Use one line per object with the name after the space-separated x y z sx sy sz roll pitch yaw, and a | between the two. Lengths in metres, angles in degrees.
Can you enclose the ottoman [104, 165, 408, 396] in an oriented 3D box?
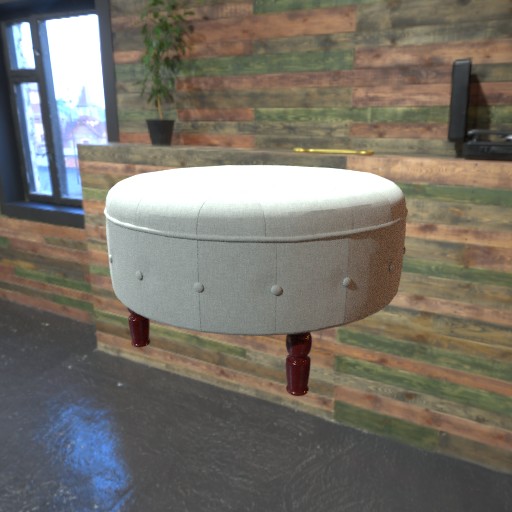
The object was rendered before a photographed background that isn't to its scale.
0.000 0.000 1.351 0.850 0.483 0.850 0 17 0 | ottoman
